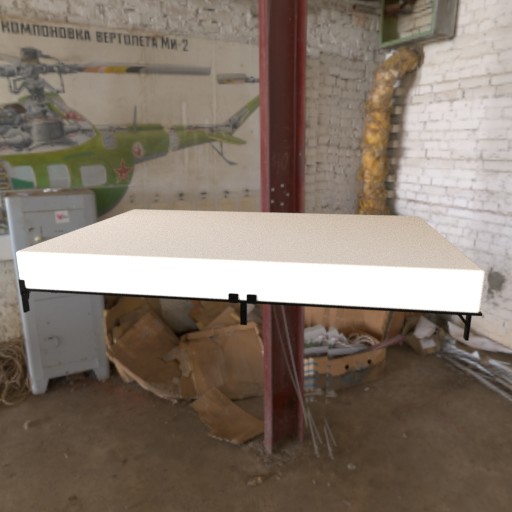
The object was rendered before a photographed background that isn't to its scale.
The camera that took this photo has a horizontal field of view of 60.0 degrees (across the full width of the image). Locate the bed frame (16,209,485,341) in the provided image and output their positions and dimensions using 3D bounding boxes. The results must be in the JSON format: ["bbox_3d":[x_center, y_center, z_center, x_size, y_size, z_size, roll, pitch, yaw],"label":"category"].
[{"bbox_3d":[0.000,0.000,3.726,2.987,0.440,1.930,2,15,9],"label":"bed frame"}]
